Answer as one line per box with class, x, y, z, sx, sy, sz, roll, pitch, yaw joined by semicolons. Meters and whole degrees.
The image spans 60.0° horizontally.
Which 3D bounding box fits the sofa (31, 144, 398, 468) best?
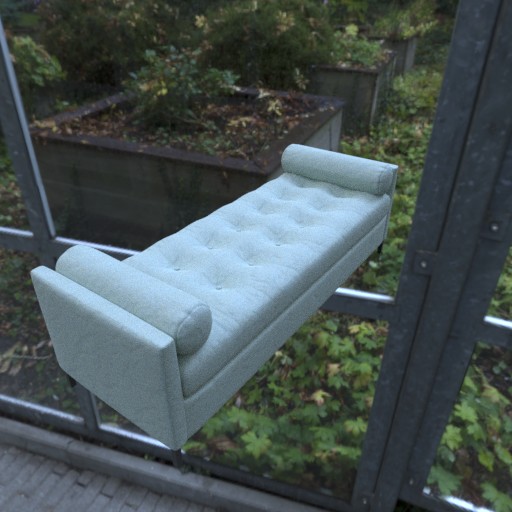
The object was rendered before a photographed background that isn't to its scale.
sofa;0.000;0.000;2.469;0.796;0.705;2.102;21;37;30
